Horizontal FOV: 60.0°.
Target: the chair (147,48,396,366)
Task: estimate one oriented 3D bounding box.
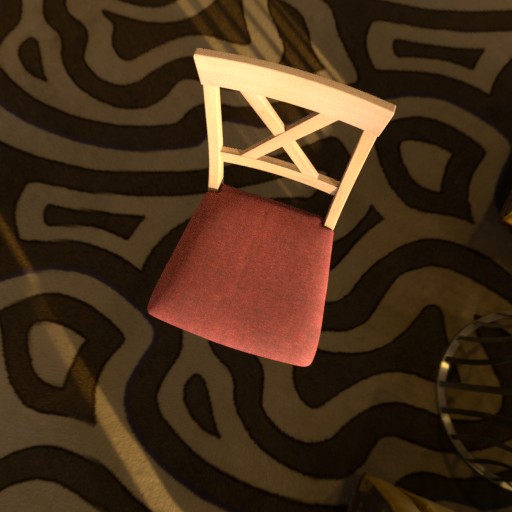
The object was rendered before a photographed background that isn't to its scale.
[{"bbox_3d":[0.000,0.000,1.175,0.439,0.912,0.492,18,77,4],"label":"chair"}]
